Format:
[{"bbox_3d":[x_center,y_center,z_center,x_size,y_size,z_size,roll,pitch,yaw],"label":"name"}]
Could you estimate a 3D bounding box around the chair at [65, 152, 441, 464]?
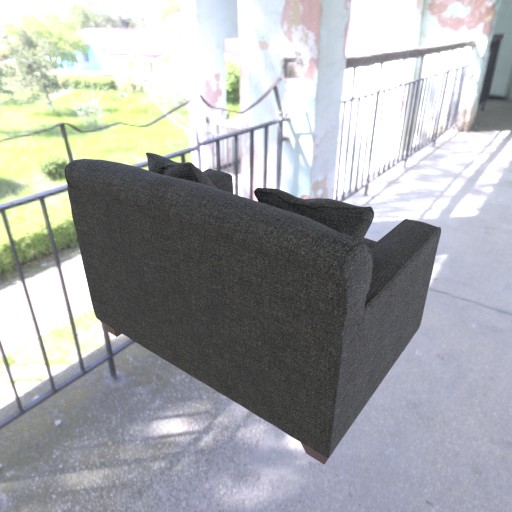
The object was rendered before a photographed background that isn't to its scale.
[{"bbox_3d":[0.000,0.000,2.076,1.383,0.948,1.000,20,35,32],"label":"chair"}]
